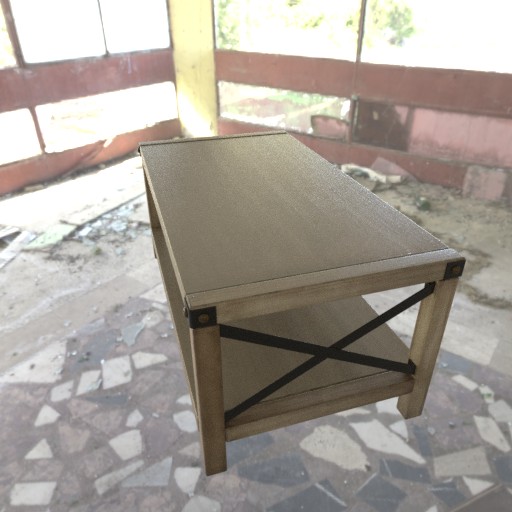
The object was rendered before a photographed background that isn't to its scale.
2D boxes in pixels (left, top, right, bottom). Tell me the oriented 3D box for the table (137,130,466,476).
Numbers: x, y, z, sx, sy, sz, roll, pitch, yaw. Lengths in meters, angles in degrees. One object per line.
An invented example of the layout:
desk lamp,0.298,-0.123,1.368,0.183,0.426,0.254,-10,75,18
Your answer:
table,0.000,0.000,1.316,0.559,0.456,1.016,-9,32,-15
